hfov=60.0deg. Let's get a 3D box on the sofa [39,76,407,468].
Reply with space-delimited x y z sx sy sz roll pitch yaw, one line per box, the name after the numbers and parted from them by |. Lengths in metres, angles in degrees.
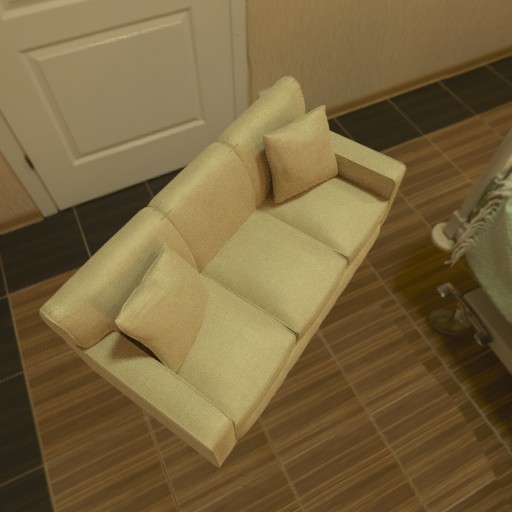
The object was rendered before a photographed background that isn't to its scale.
0.000 0.000 2.594 0.997 0.958 2.024 30 62 18 | sofa
